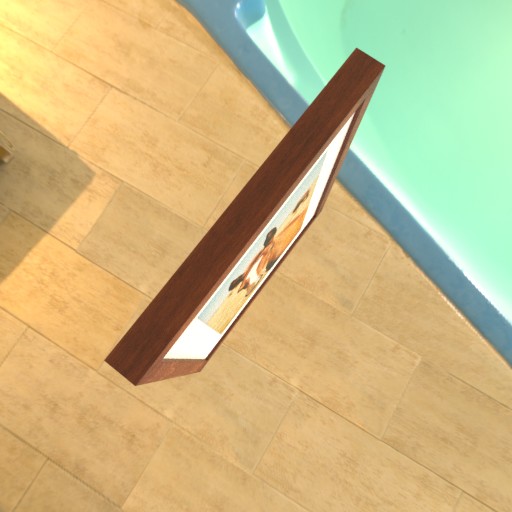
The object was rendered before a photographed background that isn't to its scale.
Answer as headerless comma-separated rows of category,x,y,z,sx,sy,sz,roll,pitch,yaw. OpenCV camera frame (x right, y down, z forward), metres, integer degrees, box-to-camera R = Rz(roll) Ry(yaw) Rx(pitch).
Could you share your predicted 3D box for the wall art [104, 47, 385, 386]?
wall art,0.000,0.000,0.537,0.030,0.381,0.330,36,79,8
